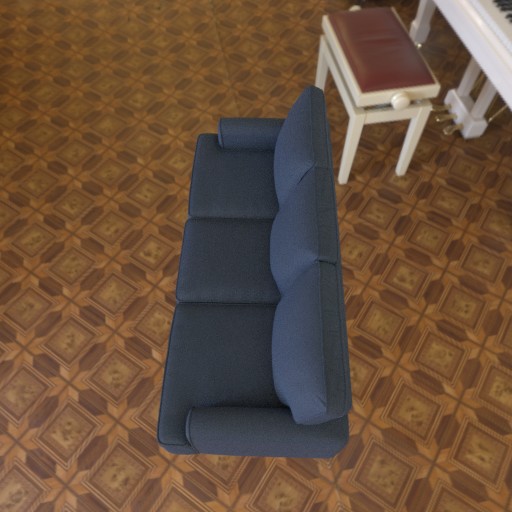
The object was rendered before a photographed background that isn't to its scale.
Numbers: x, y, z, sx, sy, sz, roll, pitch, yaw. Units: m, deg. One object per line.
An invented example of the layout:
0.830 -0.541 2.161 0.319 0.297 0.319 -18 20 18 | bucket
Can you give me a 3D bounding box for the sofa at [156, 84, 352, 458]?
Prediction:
0.000 0.000 2.682 0.951 0.965 2.158 1 59 1 | sofa
